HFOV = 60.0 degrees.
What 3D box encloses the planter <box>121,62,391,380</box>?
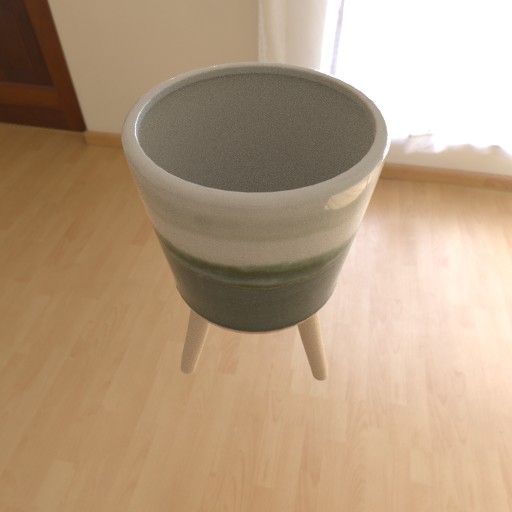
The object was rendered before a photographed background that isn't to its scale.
[{"bbox_3d":[0.000,0.000,0.481,0.217,0.331,0.217,-10,48,-9],"label":"planter"}]
